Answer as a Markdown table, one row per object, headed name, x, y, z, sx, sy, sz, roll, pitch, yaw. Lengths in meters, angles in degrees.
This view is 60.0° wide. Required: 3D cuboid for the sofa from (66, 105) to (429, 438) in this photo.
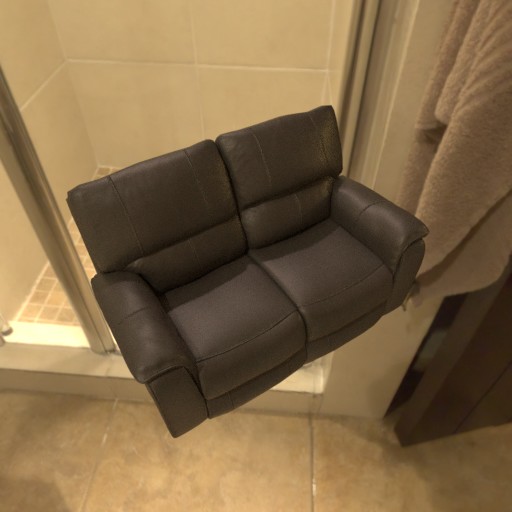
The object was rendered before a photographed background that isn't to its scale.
| name | x | y | z | sx | sy | sz | roll | pitch | yaw |
| --- | --- | --- | --- | --- | --- | --- | --- | --- | --- |
| sofa | 0.000 | 0.000 | 2.528 | 1.765 | 1.111 | 1.104 | -25 | 51 | -22 |
